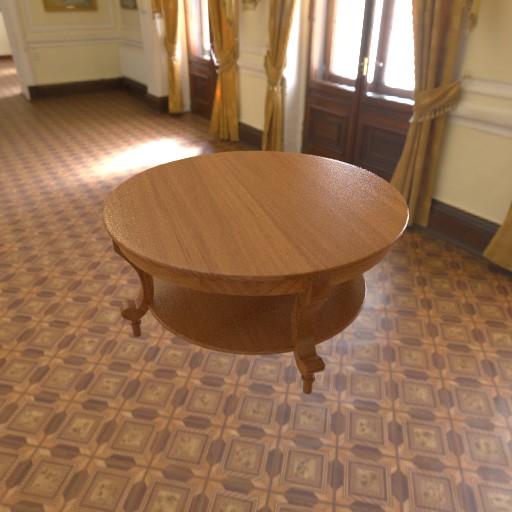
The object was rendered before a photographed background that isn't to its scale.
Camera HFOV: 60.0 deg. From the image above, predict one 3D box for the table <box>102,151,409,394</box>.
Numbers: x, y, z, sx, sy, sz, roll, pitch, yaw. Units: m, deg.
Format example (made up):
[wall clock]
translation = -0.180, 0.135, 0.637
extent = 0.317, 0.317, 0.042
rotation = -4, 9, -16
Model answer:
[table]
translation = 0.000, 0.000, 1.669
extent = 1.029, 0.490, 1.029
rotation = 0, 31, 0
